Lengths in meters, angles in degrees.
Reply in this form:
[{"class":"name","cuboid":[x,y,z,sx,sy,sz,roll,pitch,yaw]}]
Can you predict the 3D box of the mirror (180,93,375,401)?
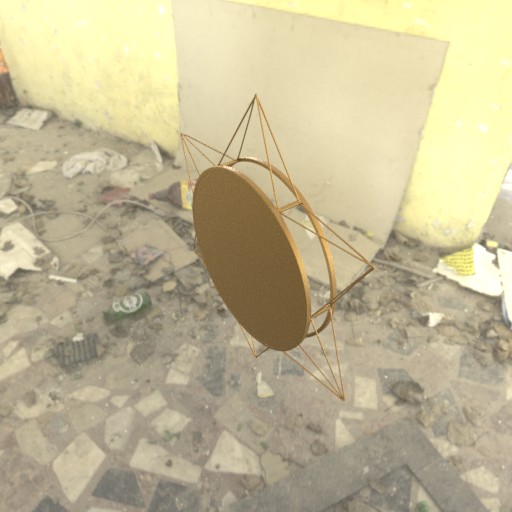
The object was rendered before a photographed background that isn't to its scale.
[{"class":"mirror","cuboid":[0.000,0.000,0.798,0.062,0.581,0.498,-25,45,-27]}]
